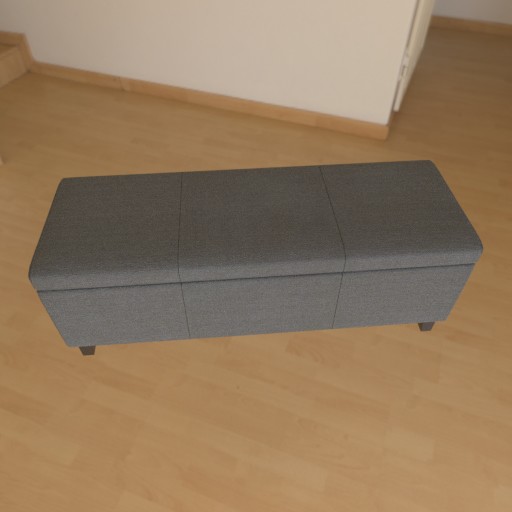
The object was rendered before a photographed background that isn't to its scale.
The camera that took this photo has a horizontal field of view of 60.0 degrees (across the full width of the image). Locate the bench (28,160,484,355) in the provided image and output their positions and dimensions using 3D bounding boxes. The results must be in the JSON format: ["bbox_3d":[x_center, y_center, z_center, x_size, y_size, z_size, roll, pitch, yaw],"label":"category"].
[{"bbox_3d":[0.000,0.000,1.489,1.269,0.438,0.446,-3,47,-3],"label":"bench"}]
